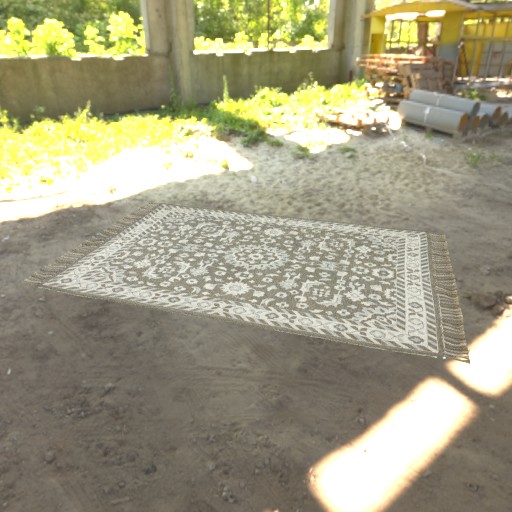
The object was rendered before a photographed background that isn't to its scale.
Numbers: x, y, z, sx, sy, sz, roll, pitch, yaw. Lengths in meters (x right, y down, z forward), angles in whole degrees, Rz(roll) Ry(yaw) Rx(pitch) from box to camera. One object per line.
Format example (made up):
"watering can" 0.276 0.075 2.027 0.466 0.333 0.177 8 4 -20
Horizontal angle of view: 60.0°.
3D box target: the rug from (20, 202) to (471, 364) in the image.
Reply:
"rug" 0.000 0.000 2.899 2.431 0.025 1.530 8 27 15
